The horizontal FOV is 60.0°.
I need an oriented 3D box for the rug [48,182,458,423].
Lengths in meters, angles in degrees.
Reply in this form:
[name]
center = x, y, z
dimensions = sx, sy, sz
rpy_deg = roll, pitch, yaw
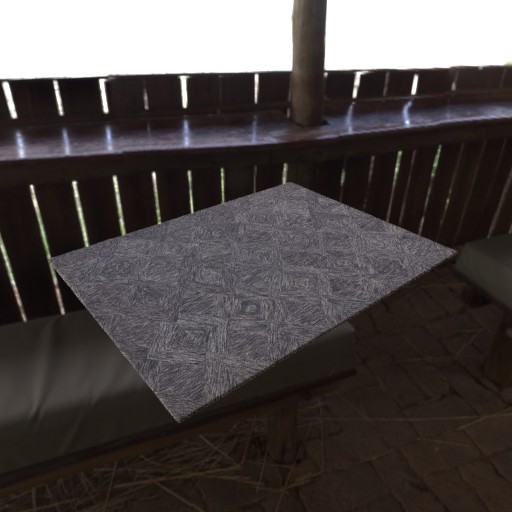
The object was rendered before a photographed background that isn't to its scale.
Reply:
[rug]
center = 0.000, 0.000, 4.328
dimensions = 3.204, 0.017, 2.448
rpy_deg = -23, 38, -33
